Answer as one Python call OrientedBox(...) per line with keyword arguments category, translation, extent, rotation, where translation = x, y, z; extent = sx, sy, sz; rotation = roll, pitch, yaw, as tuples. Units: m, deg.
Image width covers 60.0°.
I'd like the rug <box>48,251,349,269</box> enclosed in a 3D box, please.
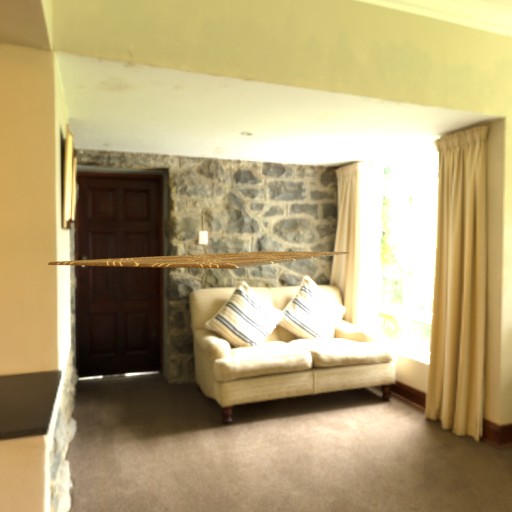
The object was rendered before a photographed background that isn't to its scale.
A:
OrientedBox(category="rug", translation=(0.000, 0.000, 2.690), extent=(0.773, 0.012, 2.464), rotation=(1, 2, 20))
